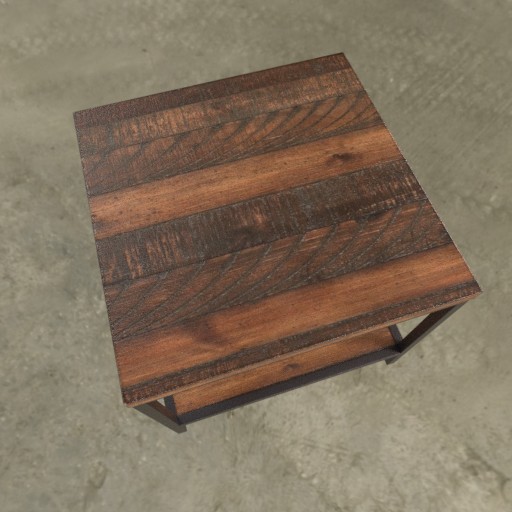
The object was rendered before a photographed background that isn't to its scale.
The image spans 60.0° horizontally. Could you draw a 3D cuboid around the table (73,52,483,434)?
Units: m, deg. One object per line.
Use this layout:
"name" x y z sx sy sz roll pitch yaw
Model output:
"table" 0.000 0.000 0.966 0.548 0.482 0.553 -16 65 -8
